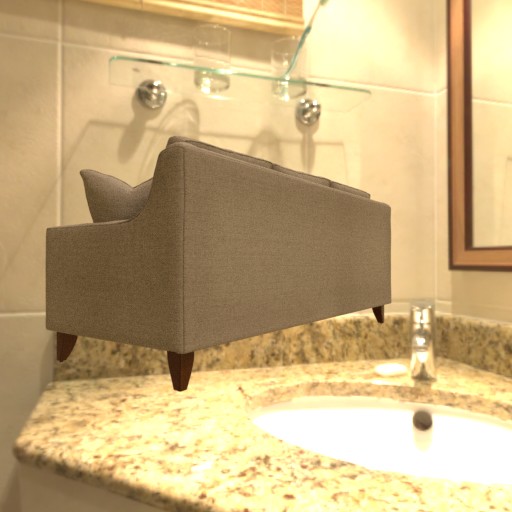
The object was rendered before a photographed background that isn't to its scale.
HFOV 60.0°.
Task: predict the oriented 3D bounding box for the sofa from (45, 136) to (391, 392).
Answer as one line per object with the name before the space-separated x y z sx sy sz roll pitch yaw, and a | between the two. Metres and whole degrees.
sofa | 0.000 0.000 2.475 0.865 0.914 2.031 0 -1 35
